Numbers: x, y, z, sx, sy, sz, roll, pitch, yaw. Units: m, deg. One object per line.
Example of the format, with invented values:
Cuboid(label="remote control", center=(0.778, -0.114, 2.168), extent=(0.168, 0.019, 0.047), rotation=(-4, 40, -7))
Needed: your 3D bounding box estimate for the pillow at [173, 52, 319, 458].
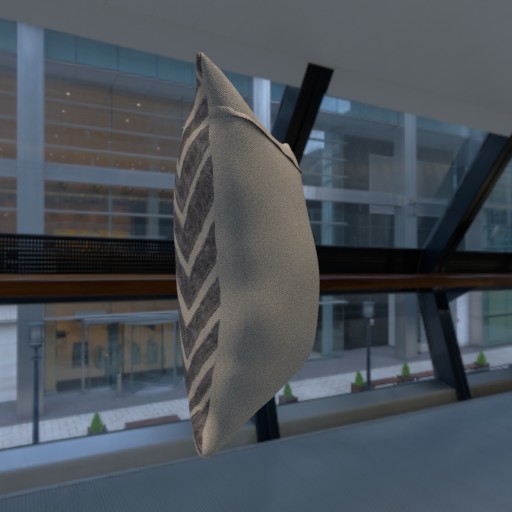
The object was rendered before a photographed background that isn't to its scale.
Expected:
Cuboid(label="pillow", center=(0.000, 0.000, 0.671), extent=(0.182, 0.441, 0.440), rotation=(0, 0, 16))
